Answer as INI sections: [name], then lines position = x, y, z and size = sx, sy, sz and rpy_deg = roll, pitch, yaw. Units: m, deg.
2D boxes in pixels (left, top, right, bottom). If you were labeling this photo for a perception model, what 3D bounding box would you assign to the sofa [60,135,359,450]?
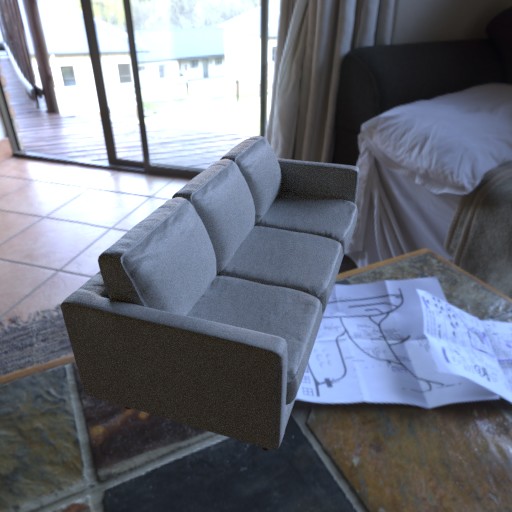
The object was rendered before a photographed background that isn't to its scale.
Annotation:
[sofa]
position = 0.000, 0.000, 2.524
size = 0.944, 0.918, 1.983
rpy_deg = 10, 32, 16
